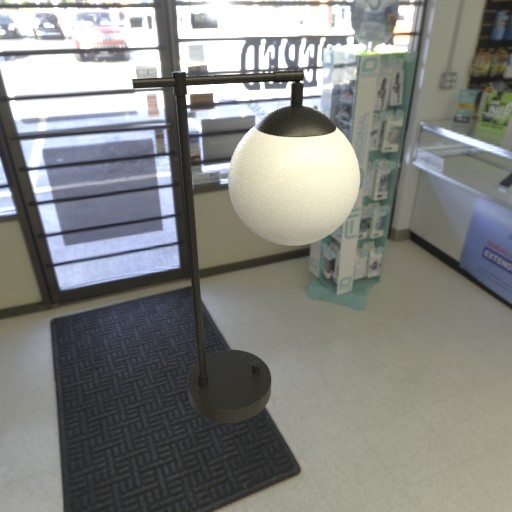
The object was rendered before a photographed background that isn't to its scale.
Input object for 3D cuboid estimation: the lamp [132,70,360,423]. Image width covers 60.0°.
[{"bbox_3d":[0.000,0.000,0.713,0.316,0.559,0.197,-9,31,-16],"label":"lamp"}]
